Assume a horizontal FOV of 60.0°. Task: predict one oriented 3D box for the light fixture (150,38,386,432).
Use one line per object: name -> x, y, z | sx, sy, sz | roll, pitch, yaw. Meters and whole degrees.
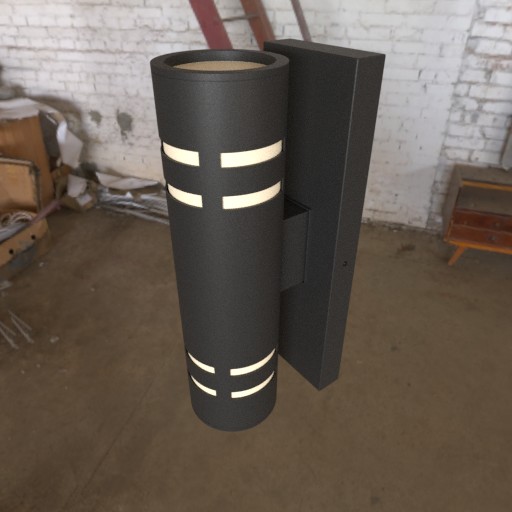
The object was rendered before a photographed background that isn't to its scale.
light fixture -> 0.000, 0.000, 0.395 | 0.149, 0.330, 0.105 | -23, 39, -30
